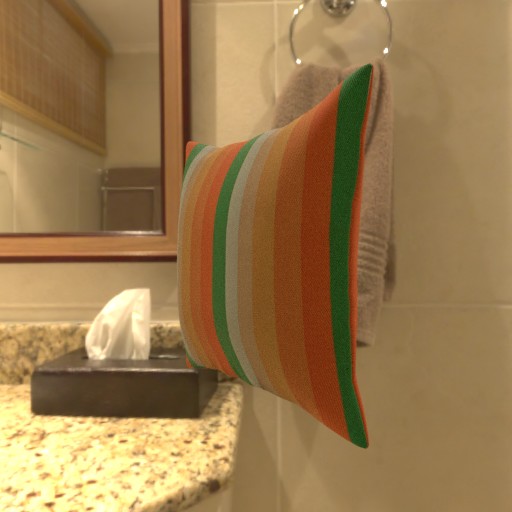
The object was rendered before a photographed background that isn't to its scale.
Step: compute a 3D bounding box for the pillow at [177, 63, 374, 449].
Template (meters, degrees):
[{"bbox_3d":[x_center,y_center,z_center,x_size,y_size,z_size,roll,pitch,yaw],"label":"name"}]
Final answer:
[{"bbox_3d":[0.000,0.000,0.690,0.169,0.444,0.453,-1,1,-36],"label":"pillow"}]
